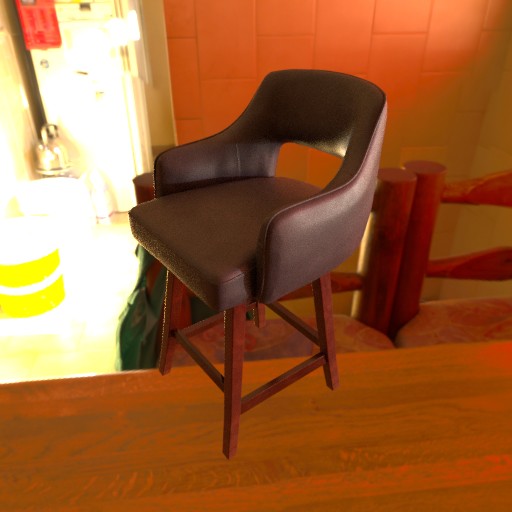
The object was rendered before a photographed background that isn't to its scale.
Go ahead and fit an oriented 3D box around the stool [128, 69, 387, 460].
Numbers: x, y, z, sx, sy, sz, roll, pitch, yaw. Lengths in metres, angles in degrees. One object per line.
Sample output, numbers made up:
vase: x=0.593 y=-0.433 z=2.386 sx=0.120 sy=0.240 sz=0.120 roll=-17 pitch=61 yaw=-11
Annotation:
stool: x=0.000 y=0.000 z=1.266 sx=0.560 sy=0.936 sz=0.550 roll=-21 pitch=37 yaw=-31
